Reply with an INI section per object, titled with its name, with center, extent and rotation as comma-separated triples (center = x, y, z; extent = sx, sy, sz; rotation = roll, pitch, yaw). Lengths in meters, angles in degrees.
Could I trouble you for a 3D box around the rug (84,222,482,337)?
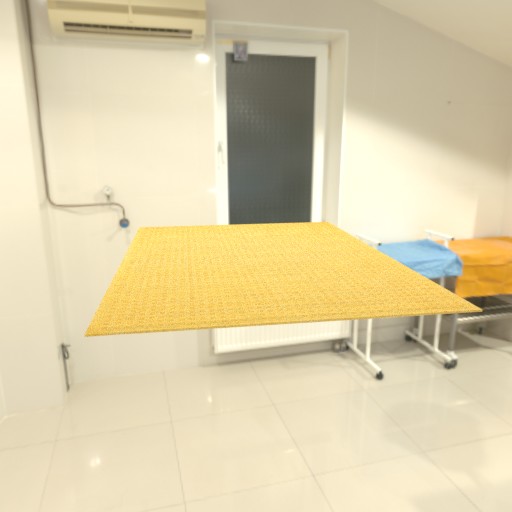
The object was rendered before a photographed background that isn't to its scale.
[rug]
center = 0.000, 0.000, 4.257
extent = 2.486, 0.015, 3.242
rotation = -2, 15, -9
